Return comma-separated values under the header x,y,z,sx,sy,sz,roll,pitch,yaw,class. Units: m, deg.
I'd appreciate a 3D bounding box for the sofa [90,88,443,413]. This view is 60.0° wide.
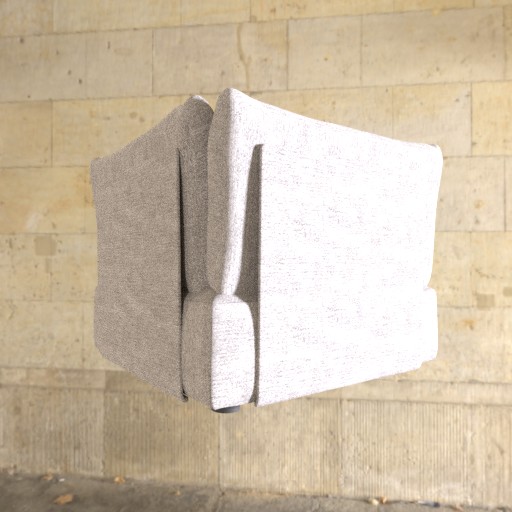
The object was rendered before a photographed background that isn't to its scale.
x,y,z,sx,sy,sz,roll,pitch,yaw,class
0.000,0.000,1.715,1.000,0.820,1.000,1,-1,-36,sofa
